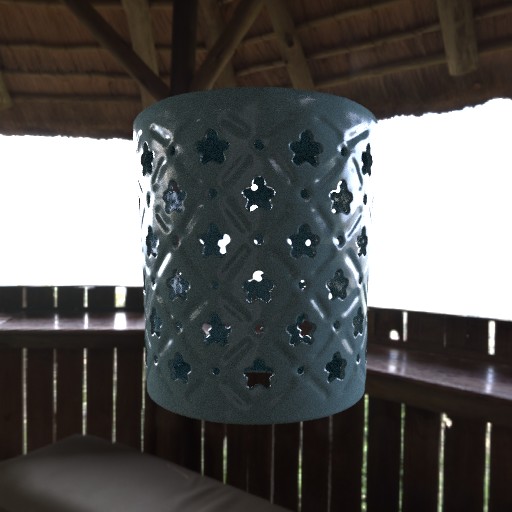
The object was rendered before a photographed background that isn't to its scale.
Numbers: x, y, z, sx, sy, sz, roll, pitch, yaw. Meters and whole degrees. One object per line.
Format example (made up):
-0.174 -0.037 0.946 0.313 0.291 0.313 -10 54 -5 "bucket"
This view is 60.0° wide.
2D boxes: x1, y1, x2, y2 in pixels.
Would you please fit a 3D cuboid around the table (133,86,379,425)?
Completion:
0.000 0.000 0.661 0.352 0.387 0.352 0 1 0 "table"
